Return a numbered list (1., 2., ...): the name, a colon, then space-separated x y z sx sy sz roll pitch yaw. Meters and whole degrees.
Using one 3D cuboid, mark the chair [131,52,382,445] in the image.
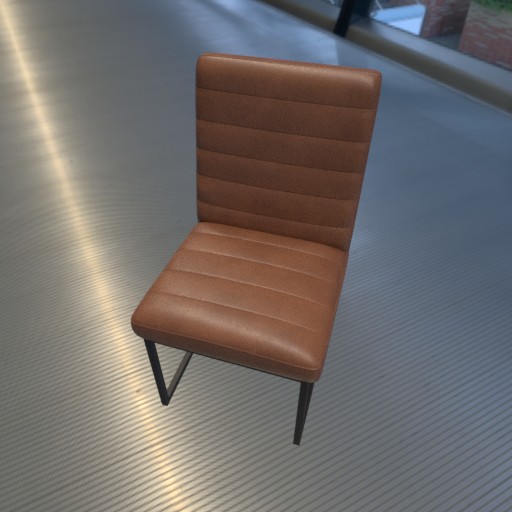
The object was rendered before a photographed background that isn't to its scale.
1. chair: 0.000 0.000 1.302 0.520 0.930 0.634 12 44 13
